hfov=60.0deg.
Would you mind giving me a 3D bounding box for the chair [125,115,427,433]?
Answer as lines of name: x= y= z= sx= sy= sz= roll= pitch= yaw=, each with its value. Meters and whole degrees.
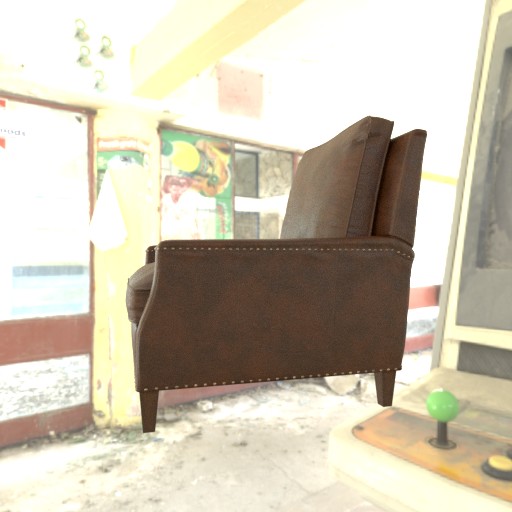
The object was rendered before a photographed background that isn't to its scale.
chair: x=0.000 y=0.000 z=1.832 sx=1.035 sy=1.054 sz=0.854 roll=0 pitch=0 yaw=-16
